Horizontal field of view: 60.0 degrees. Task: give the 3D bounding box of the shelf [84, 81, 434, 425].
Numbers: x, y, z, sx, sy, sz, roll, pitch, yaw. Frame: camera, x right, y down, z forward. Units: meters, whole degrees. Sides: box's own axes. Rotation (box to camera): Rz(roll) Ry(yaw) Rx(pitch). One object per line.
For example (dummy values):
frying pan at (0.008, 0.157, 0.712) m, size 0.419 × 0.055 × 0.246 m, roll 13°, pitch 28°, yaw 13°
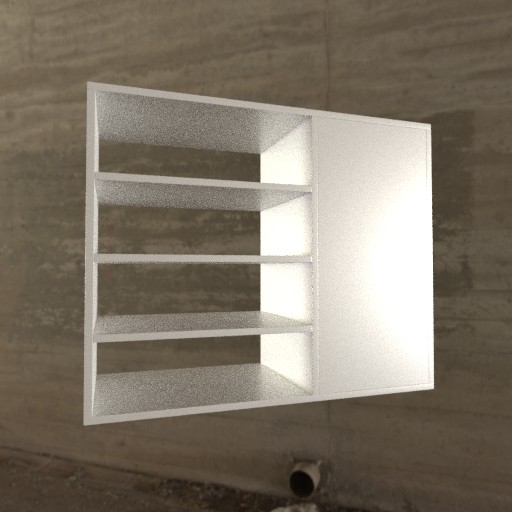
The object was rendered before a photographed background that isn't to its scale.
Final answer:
shelf at (0.000, 0.000, 1.270) m, size 0.895 × 0.732 × 0.396 m, roll 1°, pitch -2°, yaw -18°
